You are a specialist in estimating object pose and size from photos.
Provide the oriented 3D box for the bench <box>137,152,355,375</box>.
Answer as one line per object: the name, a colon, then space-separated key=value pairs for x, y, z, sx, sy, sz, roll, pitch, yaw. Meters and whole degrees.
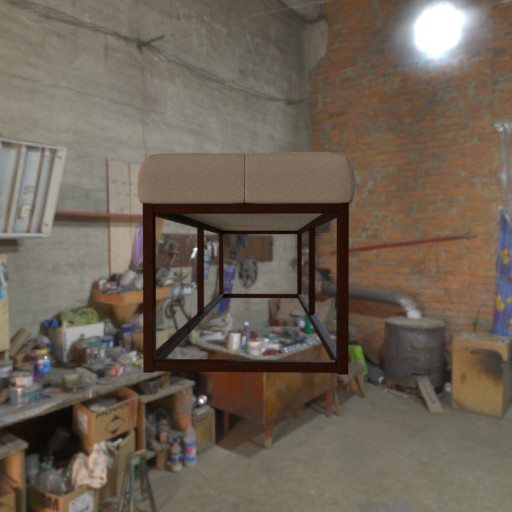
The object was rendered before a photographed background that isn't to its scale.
bench: x=0.000 y=0.000 z=1.691 sx=0.479 sy=0.488 sz=1.488 roll=0 pitch=1 yaw=2
